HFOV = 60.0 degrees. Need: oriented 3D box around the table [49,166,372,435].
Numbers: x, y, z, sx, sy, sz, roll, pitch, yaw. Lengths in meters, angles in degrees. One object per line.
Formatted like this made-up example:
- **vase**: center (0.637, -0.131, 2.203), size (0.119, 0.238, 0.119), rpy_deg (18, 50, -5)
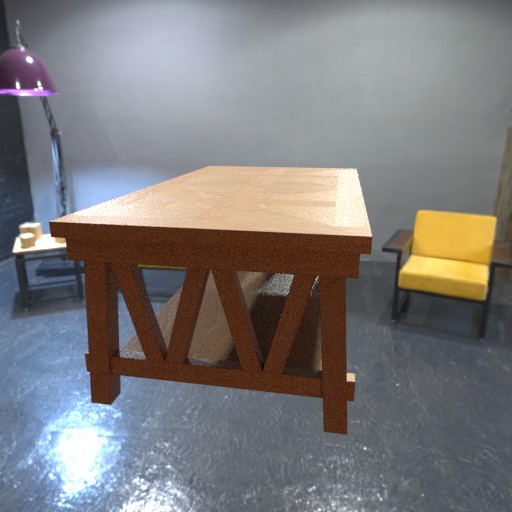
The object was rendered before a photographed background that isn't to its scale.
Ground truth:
- **table**: center (0.000, 0.000, 1.609), size (0.711, 0.507, 1.270), rpy_deg (3, 17, 10)
